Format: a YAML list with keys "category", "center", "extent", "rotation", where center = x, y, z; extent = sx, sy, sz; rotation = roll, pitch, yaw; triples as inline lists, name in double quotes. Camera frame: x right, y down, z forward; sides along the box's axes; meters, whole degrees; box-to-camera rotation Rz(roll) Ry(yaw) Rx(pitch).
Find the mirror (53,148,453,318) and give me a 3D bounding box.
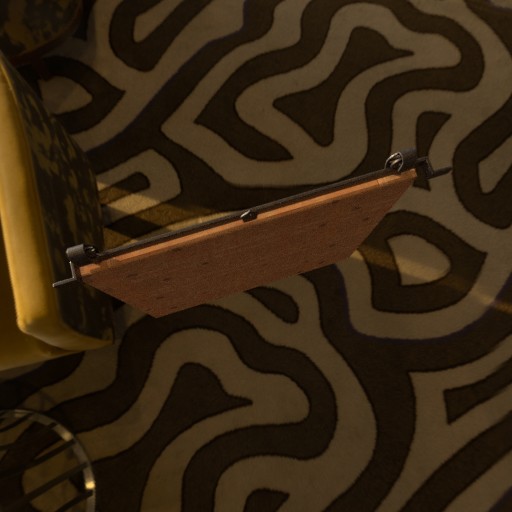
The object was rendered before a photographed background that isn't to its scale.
- category: "mirror"
  center: [0.000, 0.000, 1.188]
  extent: [0.805, 0.800, 0.054]
  rotation: [-17, 76, -4]
